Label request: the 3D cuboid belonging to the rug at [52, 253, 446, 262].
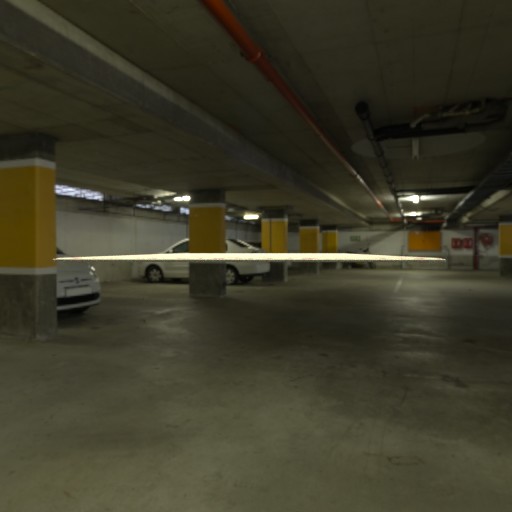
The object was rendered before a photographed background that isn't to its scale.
[{"bbox_3d":[0.000,0.000,3.408,1.819,0.018,2.746,0,1,2],"label":"rug"}]
